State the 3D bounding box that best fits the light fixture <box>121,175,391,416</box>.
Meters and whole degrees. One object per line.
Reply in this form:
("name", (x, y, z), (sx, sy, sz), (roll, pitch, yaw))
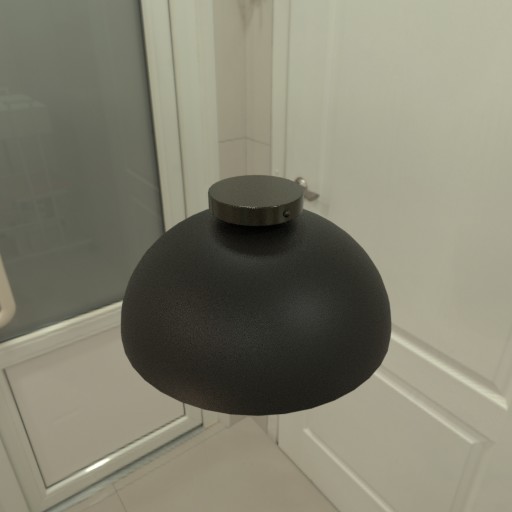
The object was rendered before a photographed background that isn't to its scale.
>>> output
("light fixture", (0.000, 0.000, 0.563), (0.355, 0.177, 0.355), (0, 28, 0))
